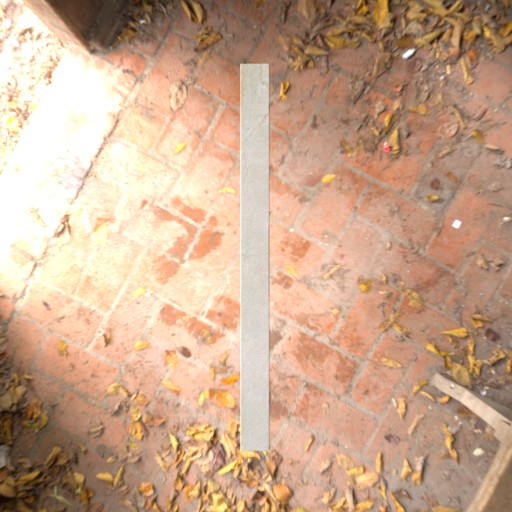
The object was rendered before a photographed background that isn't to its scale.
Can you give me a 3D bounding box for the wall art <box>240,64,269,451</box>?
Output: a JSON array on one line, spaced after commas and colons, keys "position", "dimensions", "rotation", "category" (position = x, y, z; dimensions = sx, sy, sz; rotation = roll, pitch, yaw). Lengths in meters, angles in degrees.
[{"position": [0.000, 0.000, 0.963], "dimensions": [0.038, 0.764, 0.508], "rotation": [0, 90, 0], "category": "wall art"}]
